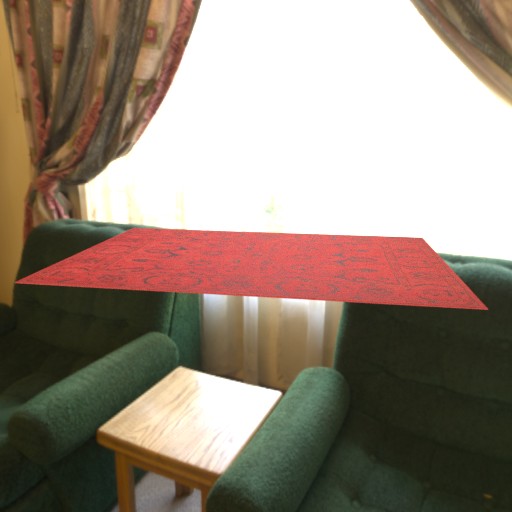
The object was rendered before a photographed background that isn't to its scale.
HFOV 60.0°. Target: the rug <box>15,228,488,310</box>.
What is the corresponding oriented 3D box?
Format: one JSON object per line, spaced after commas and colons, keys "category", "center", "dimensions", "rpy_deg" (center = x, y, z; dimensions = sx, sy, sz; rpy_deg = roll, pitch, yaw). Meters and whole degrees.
{"category": "rug", "center": [0.000, 0.000, 2.966], "dimensions": [2.423, 0.010, 1.534], "rpy_deg": [2, 15, 9]}
